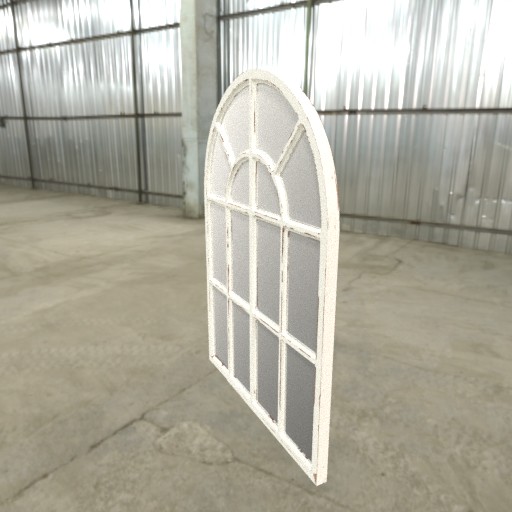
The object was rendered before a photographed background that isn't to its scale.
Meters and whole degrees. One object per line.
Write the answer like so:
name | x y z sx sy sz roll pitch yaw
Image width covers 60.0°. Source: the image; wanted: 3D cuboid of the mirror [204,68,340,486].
mirror | 0.000 0.000 1.175 0.032 0.920 0.660 -8 17 -26
